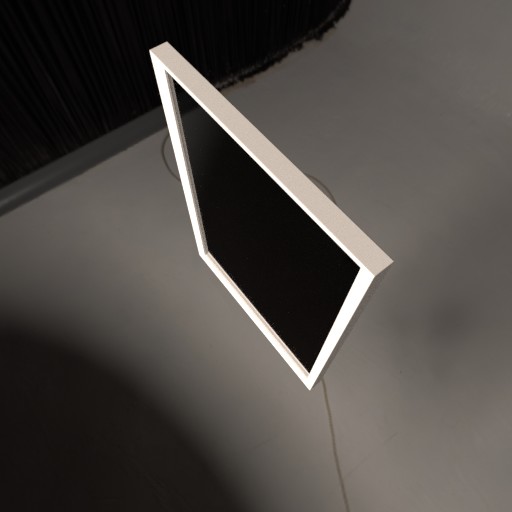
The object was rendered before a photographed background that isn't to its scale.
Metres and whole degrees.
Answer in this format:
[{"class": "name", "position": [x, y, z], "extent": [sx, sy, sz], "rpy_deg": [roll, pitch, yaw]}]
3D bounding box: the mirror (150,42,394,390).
[{"class": "mirror", "position": [0.000, 0.000, 0.939], "extent": [0.039, 0.710, 0.507], "rpy_deg": [-35, 68, -16]}]
